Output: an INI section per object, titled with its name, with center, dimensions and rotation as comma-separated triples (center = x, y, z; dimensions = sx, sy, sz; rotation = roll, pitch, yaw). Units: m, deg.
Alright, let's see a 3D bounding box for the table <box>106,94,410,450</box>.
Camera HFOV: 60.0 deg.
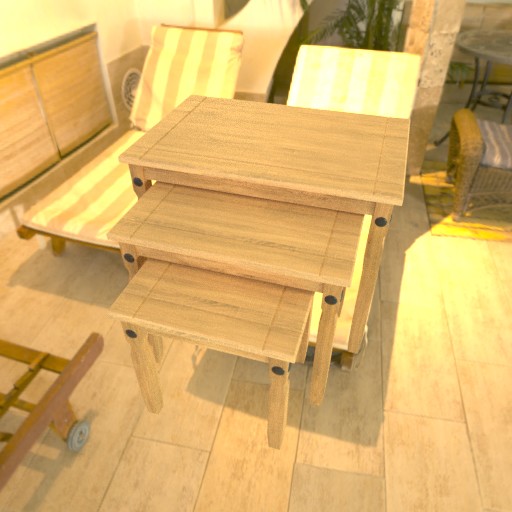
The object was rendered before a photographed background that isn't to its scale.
[table]
center = 0.000, 0.000, 1.186
dimensions = 0.660, 0.535, 0.773
rotation = 11, 41, 13
